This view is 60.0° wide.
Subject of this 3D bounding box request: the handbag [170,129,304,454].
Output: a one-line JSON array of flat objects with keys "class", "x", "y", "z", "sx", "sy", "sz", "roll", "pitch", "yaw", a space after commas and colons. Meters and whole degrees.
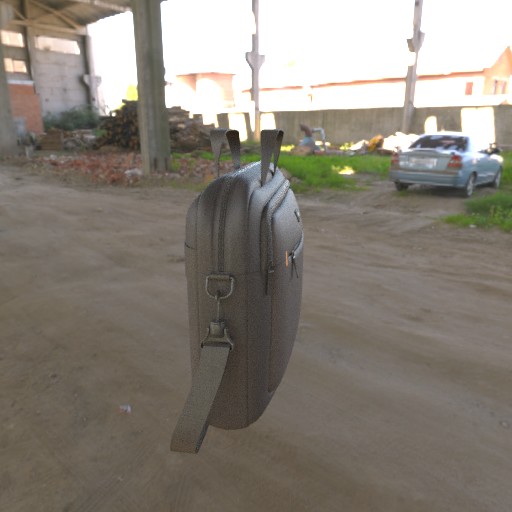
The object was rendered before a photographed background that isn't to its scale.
[{"class": "handbag", "x": 0.000, "y": 0.000, "z": 0.599, "sx": 0.126, "sy": 0.330, "sz": 0.429, "roll": 2, "pitch": 16, "yaw": 8}]
